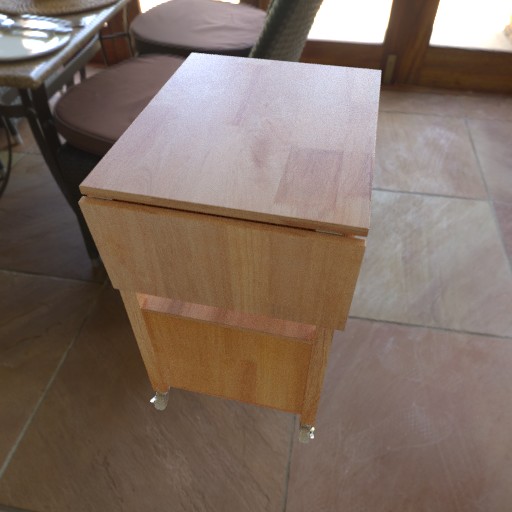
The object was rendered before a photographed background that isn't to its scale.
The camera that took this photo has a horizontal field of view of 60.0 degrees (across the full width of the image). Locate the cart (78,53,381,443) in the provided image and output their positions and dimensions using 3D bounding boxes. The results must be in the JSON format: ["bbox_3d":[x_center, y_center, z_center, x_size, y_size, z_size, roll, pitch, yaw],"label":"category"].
[{"bbox_3d":[0.000,0.000,1.238,0.508,0.838,0.640,9,46,9],"label":"cart"}]
